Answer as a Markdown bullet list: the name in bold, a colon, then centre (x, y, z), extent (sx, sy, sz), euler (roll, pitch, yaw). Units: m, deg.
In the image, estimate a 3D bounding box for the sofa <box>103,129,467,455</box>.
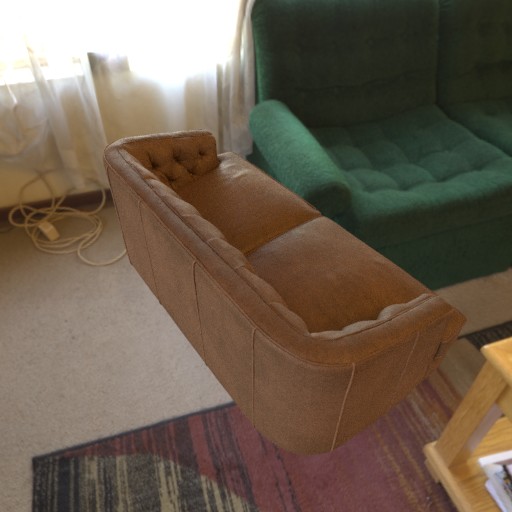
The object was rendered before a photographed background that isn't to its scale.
- **sofa**: centre (0.000, 0.000, 2.172), extent (0.917, 0.799, 1.767), euler (-26, 48, -26)
